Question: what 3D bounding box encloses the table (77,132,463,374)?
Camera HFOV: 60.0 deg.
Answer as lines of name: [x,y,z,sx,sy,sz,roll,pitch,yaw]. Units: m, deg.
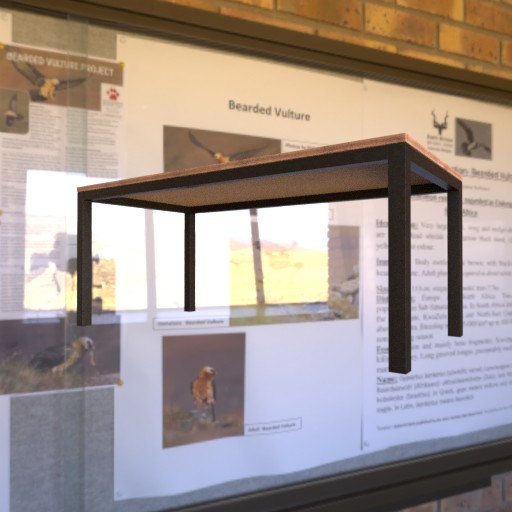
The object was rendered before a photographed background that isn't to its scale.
table: [0.000,0.000,2.291,1.805,0.767,0.893,0,-1,36]
